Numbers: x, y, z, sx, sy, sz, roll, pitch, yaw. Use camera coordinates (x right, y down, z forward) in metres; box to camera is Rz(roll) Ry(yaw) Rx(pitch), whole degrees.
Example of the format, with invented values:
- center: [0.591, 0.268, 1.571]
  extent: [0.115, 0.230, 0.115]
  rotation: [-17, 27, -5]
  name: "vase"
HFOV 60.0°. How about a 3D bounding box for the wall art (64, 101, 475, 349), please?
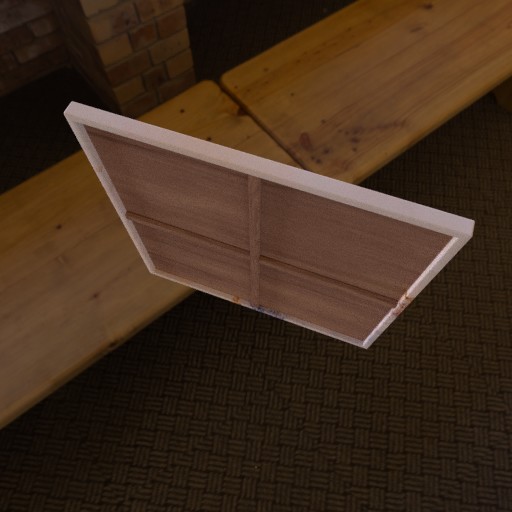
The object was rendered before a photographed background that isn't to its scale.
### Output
- center: [0.000, 0.000, 1.315]
  extent: [0.889, 0.889, 0.038]
  rotation: [18, 66, 9]
  name: "wall art"
